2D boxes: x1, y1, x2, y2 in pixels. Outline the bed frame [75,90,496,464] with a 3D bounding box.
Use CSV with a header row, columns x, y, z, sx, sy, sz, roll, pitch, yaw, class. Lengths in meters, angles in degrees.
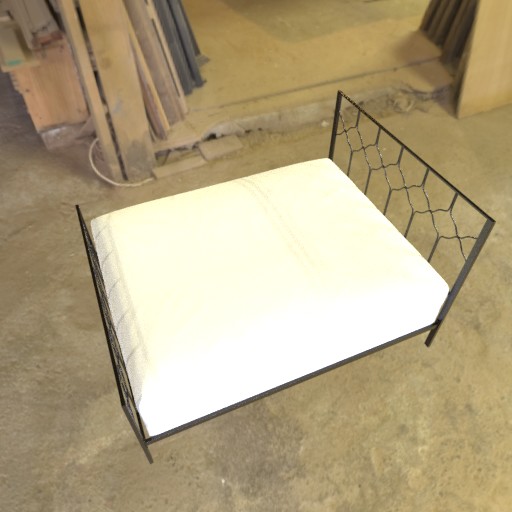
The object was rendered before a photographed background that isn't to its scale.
x,y,z,sx,sy,sz,roll,pitch,yaw,class
0.000,0.000,2.995,2.063,1.222,1.597,-17,49,-16,bed frame
